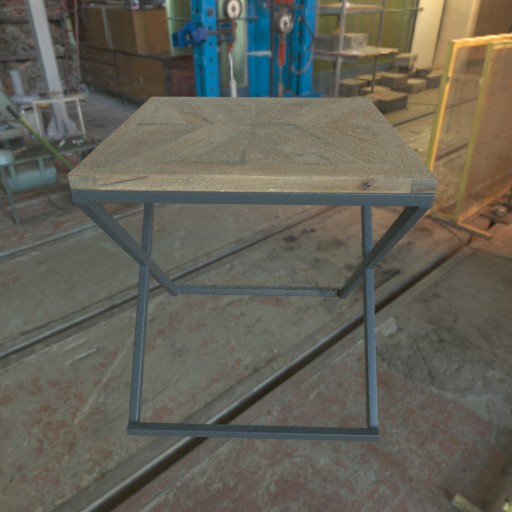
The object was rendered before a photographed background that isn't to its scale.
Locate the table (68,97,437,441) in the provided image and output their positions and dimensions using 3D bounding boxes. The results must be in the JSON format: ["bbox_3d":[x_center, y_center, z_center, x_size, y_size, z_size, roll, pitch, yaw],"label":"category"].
[{"bbox_3d":[0.000,0.000,0.945,0.499,0.550,0.498,1,31,1],"label":"table"}]
